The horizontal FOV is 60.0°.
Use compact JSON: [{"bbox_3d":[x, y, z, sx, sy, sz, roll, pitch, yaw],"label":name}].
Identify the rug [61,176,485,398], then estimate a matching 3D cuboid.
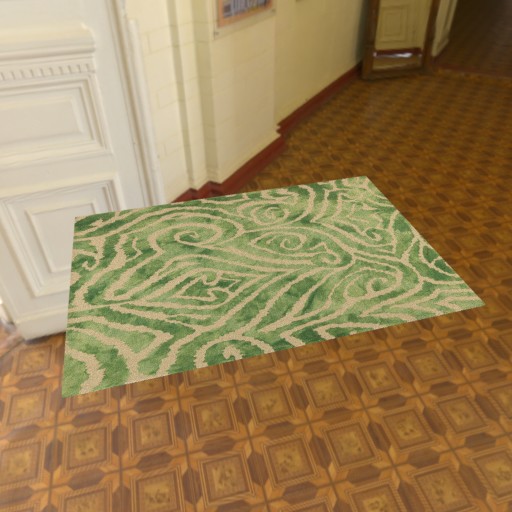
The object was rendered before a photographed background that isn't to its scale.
[{"bbox_3d":[0.000,0.000,2.282,1.826,0.006,1.220,-10,40,-12],"label":"rug"}]
